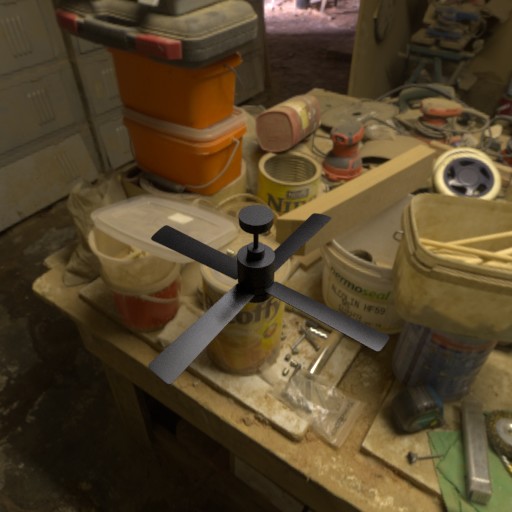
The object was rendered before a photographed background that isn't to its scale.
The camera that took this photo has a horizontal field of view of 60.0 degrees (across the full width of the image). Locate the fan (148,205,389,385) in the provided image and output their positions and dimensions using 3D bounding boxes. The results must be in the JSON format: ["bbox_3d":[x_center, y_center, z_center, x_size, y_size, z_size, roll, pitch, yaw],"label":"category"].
[{"bbox_3d":[0.000,0.000,2.347,1.525,0.534,1.525,26,47,26],"label":"fan"}]
